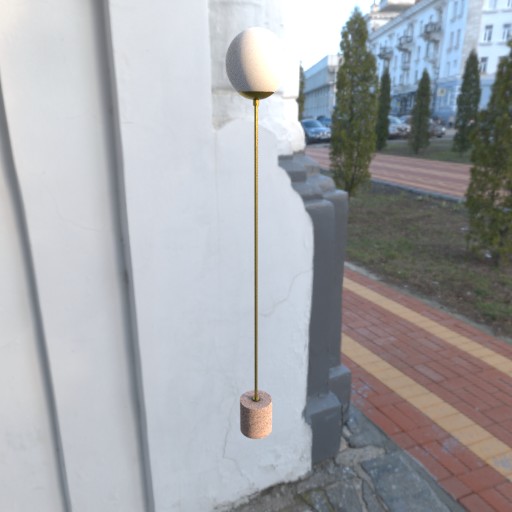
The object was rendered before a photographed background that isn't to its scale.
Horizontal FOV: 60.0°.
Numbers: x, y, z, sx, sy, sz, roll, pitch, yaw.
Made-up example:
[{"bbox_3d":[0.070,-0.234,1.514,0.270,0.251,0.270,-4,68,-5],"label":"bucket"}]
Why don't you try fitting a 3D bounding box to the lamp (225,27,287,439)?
[{"bbox_3d":[0.000,0.000,1.883,0.229,1.748,0.229,-2,18,-7],"label":"lamp"}]
